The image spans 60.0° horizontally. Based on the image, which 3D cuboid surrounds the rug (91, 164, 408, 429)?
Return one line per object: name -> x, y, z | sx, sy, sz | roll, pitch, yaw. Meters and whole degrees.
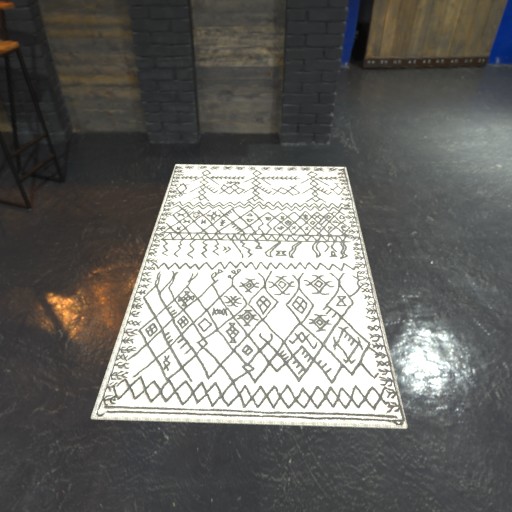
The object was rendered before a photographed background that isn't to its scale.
rug -> 0.000, 0.000, 3.047 | 1.526, 0.012, 2.444 | 1, 41, 1
